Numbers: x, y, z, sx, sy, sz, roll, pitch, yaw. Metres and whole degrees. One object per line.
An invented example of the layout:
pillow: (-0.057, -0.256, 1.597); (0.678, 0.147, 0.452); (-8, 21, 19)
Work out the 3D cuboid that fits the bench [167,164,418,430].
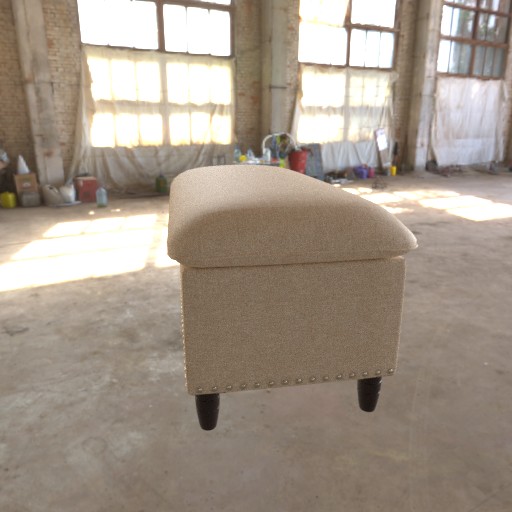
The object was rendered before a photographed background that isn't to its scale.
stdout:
bench: (0.000, 0.000, 1.293); (0.483, 0.483, 0.991); (-3, 17, -10)
